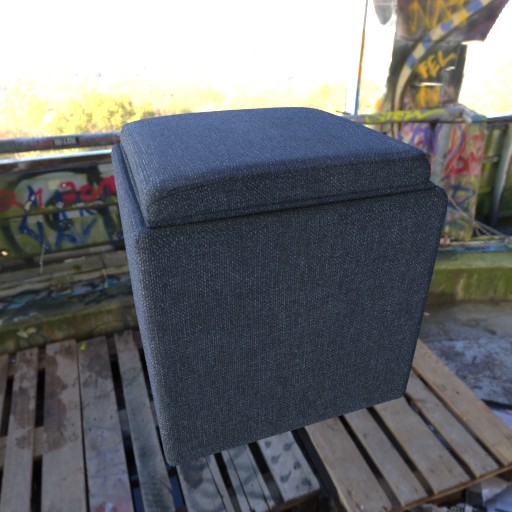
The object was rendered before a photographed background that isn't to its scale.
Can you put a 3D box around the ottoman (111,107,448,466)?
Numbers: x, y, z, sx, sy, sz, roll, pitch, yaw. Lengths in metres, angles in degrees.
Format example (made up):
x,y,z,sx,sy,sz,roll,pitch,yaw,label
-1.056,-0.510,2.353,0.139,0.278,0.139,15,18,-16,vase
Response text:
x,y,z,sx,sy,sz,roll,pitch,yaw,label
0.000,0.000,0.837,0.454,0.493,0.436,-10,31,-17,ottoman
